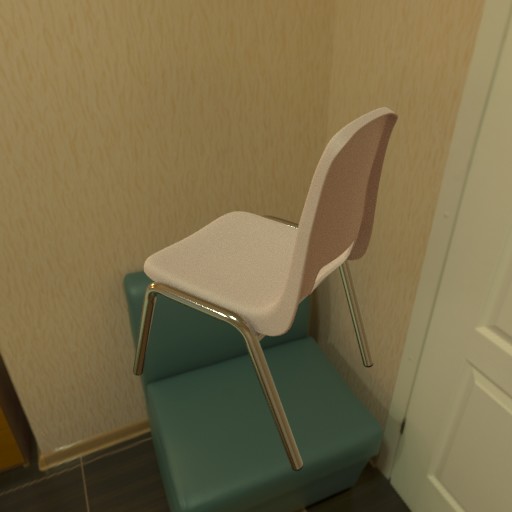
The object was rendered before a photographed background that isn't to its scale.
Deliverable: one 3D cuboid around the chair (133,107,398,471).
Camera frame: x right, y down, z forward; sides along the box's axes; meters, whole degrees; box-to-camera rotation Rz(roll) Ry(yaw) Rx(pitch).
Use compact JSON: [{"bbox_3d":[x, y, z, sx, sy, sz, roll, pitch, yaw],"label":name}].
[{"bbox_3d":[0.000,0.000,0.843,0.423,0.586,0.354,21,37,30],"label":"chair"}]
